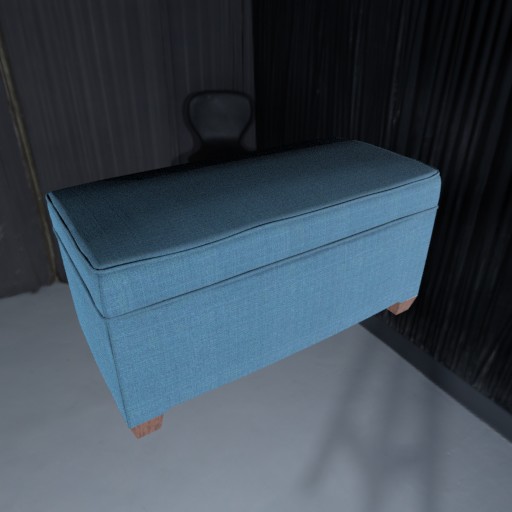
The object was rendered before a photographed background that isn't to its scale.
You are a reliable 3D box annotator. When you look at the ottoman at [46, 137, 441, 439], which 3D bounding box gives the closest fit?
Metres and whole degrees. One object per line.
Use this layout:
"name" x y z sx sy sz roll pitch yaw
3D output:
"ottoman" 0.000 0.000 1.225 0.943 0.474 0.474 -18 35 -28
